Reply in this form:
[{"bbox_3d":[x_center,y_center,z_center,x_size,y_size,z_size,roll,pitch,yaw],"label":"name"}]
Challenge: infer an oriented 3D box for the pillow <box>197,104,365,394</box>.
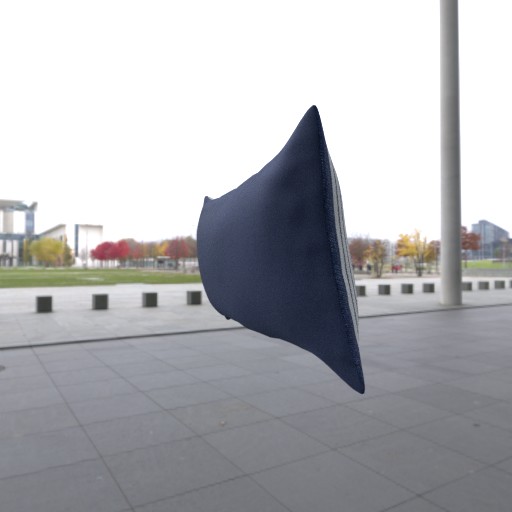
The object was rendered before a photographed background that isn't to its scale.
[{"bbox_3d":[0.000,0.000,0.737,0.156,0.292,0.608,0,-1,-17],"label":"pillow"}]
